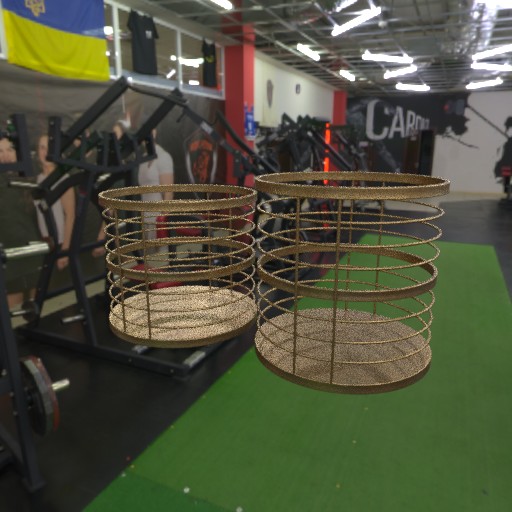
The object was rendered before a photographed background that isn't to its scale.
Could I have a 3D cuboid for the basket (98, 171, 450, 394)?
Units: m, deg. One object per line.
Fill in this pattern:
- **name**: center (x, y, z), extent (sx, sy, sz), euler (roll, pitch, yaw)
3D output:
- **basket**: center (0.000, 0.000, 0.966), extent (0.746, 0.351, 0.356), euler (7, 16, 26)
